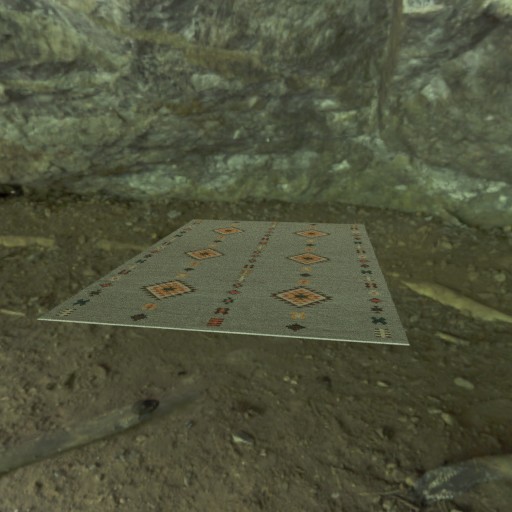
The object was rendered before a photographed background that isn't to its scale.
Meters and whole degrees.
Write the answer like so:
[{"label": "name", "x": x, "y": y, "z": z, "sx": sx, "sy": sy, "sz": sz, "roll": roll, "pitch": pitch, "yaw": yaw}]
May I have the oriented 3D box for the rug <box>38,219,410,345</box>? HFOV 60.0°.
[{"label": "rug", "x": 0.000, "y": 0.000, "z": 2.279, "sx": 1.217, "sy": 0.005, "sz": 1.818, "roll": 2, "pitch": 16, "yaw": 9}]
